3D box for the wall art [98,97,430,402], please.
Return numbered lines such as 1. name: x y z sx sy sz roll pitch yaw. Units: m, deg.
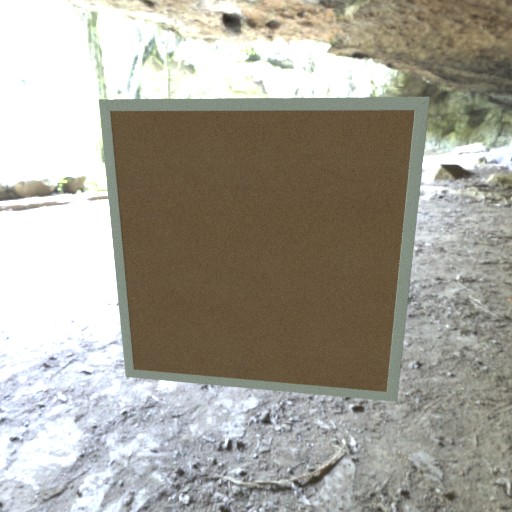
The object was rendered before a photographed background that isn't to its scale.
1. wall art: 0.000 0.000 1.134 0.760 0.760 0.036 3 17 9
